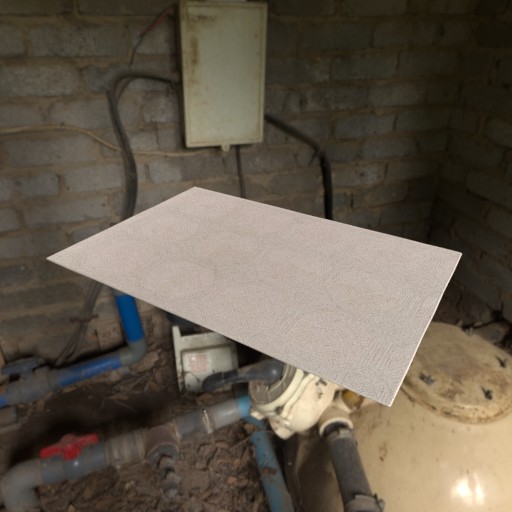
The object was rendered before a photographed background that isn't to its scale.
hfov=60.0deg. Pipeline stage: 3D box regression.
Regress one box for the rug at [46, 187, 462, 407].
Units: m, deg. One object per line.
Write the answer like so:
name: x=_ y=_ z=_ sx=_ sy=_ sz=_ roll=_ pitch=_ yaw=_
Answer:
rug: x=0.000 y=0.000 z=2.353 sx=1.839 sy=0.009 sz=1.236 roll=18 pitch=34 yaw=28
